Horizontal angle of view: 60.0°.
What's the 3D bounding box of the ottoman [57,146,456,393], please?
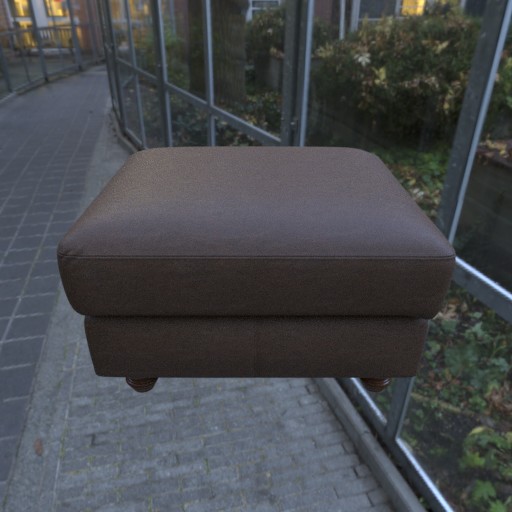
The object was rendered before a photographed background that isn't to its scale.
[{"bbox_3d":[0.000,0.000,1.175,0.787,0.508,0.635,0,29,0],"label":"ottoman"}]
